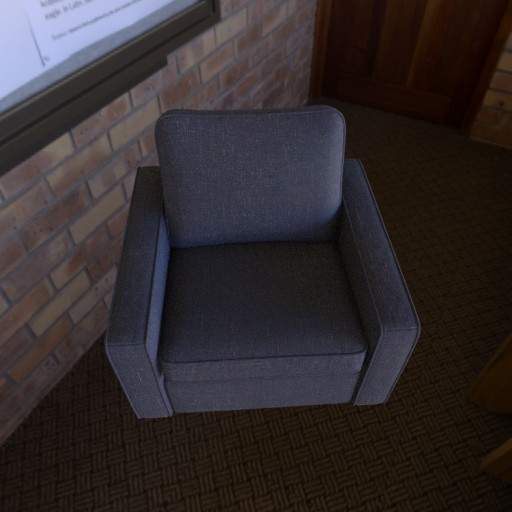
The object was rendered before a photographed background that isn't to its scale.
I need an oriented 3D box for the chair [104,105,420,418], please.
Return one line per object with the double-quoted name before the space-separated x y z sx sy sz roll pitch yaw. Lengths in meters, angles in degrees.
"chair" 0.000 0.000 1.745 1.017 0.919 0.940 -3 48 -2
